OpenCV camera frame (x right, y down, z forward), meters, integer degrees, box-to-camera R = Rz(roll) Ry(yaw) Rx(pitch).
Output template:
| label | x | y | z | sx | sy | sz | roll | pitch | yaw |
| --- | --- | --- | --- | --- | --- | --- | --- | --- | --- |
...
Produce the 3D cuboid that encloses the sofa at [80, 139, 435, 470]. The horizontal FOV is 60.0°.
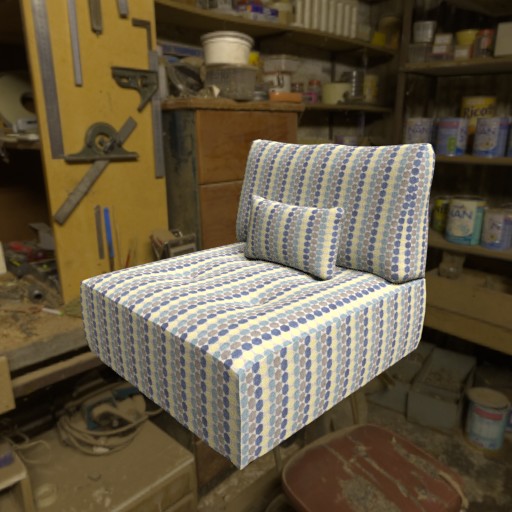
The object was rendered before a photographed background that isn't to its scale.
| label | x | y | z | sx | sy | sz | roll | pitch | yaw |
| --- | --- | --- | --- | --- | --- | --- | --- | --- | --- |
| sofa | 0.000 | 0.000 | 1.685 | 1.000 | 0.830 | 0.930 | -15 | 22 | -42 |
